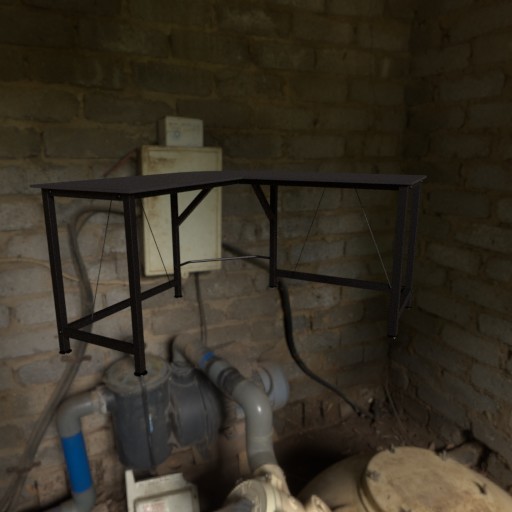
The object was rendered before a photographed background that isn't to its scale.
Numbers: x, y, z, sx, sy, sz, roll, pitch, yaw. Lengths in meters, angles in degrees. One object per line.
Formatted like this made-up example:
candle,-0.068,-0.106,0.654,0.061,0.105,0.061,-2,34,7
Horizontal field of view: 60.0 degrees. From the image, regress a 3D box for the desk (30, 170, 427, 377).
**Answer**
desk,0.000,0.000,2.233,1.400,0.762,1.400,7,15,26
